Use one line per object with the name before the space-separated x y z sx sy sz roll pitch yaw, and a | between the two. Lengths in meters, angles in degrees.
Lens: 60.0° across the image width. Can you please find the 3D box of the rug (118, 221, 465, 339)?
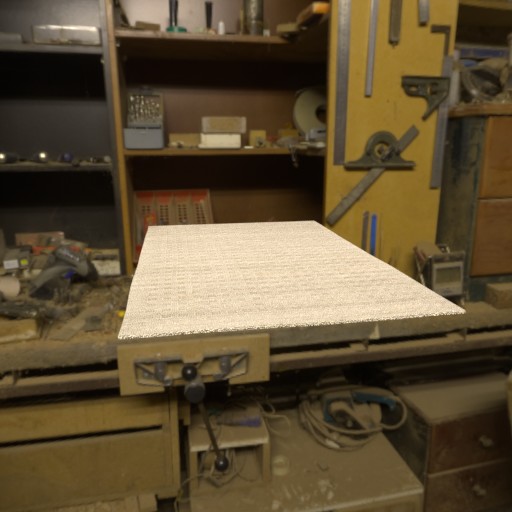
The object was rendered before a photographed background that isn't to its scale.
rug | 0.000 0.000 2.967 1.532 0.018 2.297 -3 15 -10
